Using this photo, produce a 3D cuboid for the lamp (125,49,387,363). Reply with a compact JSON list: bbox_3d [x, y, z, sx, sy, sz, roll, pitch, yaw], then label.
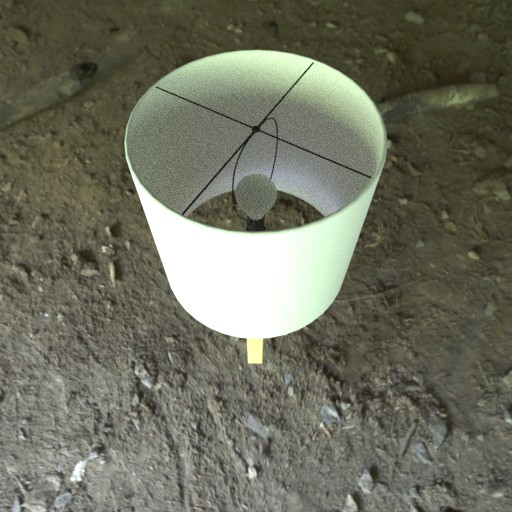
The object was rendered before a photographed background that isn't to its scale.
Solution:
[{"bbox_3d":[0.000,0.000,0.570,0.229,0.428,0.229,1,58,1],"label":"lamp"}]
